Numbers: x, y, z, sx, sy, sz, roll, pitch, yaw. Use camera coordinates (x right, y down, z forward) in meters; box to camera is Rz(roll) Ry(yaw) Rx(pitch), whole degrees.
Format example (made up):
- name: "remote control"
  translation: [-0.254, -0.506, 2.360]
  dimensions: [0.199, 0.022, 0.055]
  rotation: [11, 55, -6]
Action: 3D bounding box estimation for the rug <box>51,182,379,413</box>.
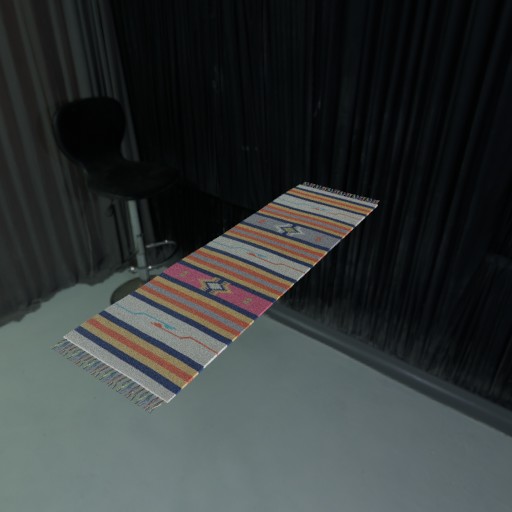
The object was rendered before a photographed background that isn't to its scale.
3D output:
- name: "rug"
  translation: [0.000, 0.000, 2.796]
  dimensions: [0.695, 0.017, 2.455]
  rotation: [20, 37, 29]
